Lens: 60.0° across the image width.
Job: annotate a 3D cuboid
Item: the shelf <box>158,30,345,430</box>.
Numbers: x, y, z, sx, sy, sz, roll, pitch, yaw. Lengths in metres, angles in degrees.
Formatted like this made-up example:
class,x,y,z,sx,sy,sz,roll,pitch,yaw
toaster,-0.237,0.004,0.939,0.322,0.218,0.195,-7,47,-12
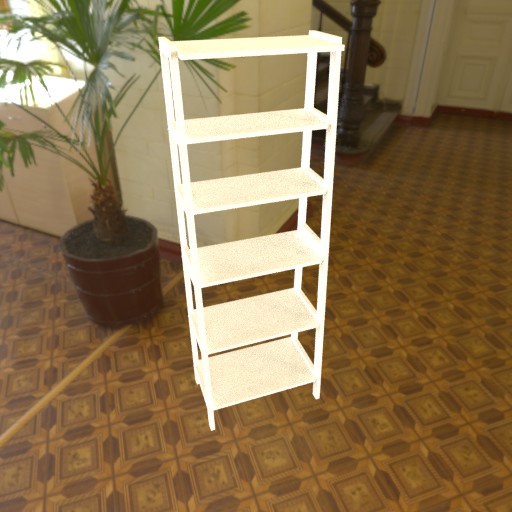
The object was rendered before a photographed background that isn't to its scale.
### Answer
class,x,y,z,sx,sy,sz,roll,pitch,yaw
shelf,0.000,0.000,2.140,0.660,1.892,0.381,-11,34,-16
